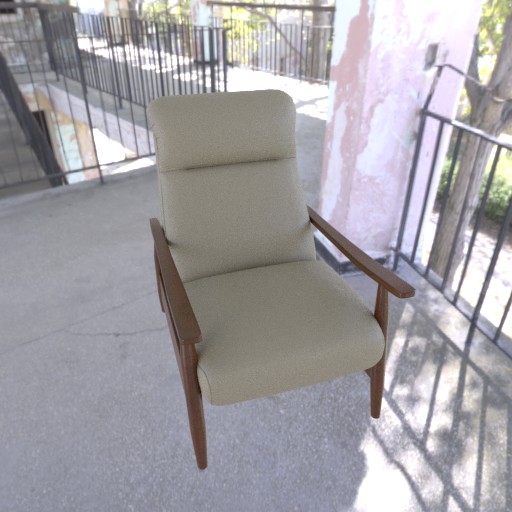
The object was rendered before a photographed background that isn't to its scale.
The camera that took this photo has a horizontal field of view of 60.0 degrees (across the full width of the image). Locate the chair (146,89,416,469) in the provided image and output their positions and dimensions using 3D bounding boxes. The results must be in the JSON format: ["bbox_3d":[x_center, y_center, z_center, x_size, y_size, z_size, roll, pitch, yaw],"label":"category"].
[{"bbox_3d":[0.000,0.000,1.772,0.762,1.082,1.014,-10,32,-15],"label":"chair"}]
